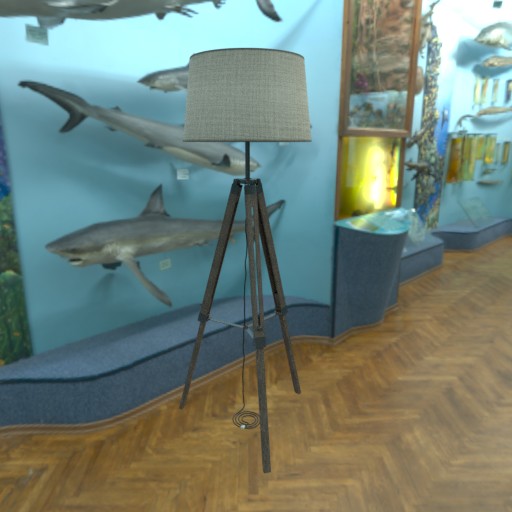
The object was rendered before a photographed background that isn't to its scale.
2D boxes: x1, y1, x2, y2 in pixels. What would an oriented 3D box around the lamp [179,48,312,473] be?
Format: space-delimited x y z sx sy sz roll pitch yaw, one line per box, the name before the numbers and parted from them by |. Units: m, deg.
lamp | 0.000 0.000 1.853 0.587 1.510 0.604 -13 19 -42
